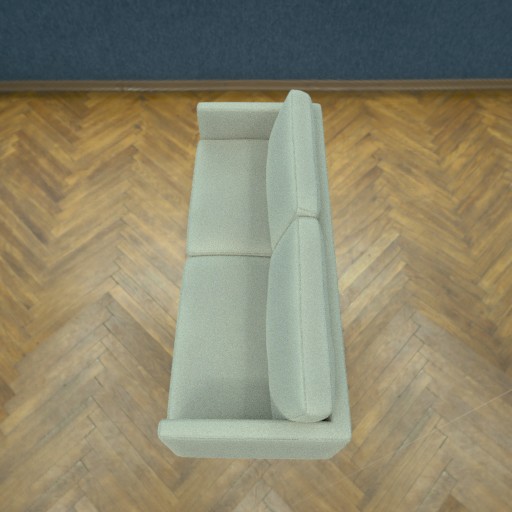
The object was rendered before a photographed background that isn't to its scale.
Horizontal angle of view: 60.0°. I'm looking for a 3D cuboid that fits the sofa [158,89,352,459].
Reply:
[{"bbox_3d":[0.000,0.000,2.906,0.951,0.968,2.361,1,59,0],"label":"sofa"}]
